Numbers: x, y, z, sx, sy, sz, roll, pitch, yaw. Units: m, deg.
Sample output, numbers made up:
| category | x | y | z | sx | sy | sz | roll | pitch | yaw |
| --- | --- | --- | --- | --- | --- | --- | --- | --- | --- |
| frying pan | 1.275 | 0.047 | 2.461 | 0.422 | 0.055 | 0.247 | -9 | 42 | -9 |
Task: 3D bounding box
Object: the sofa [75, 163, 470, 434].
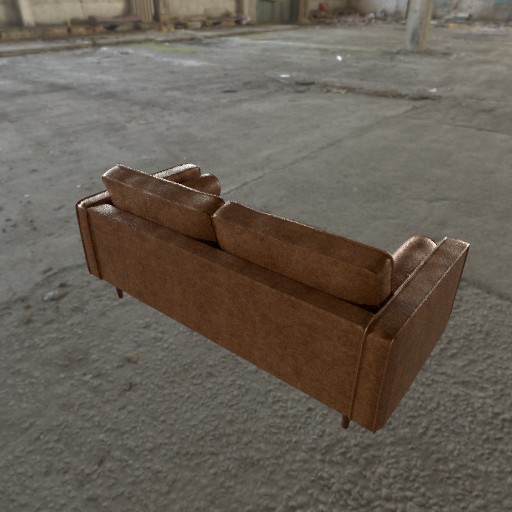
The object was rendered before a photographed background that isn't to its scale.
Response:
| category | x | y | z | sx | sy | sz | roll | pitch | yaw |
| --- | --- | --- | --- | --- | --- | --- | --- | --- | --- |
| sofa | 0.000 | 0.000 | 2.397 | 1.920 | 0.825 | 0.924 | 22 | 37 | 32 |
